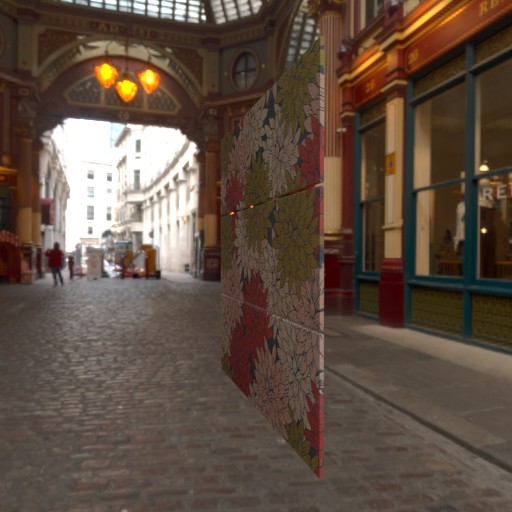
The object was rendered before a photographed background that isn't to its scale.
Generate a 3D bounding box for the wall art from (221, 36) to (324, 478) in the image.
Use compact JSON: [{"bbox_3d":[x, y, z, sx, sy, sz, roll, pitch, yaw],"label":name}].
[{"bbox_3d":[0.000,0.000,1.796,0.013,1.218,1.206,0,1,-18],"label":"wall art"}]
